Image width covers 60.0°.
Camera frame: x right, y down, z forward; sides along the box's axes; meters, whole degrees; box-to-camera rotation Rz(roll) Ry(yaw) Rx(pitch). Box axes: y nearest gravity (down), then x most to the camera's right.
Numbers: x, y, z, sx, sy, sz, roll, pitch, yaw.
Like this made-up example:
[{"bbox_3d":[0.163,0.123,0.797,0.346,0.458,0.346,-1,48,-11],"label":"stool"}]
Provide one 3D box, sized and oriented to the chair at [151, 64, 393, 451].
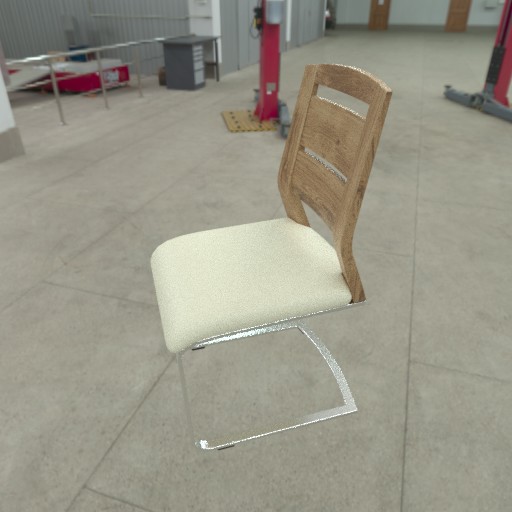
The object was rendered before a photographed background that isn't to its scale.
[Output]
[{"bbox_3d":[0.000,0.000,1.231,0.561,0.955,0.457,-9,31,-15],"label":"chair"}]
